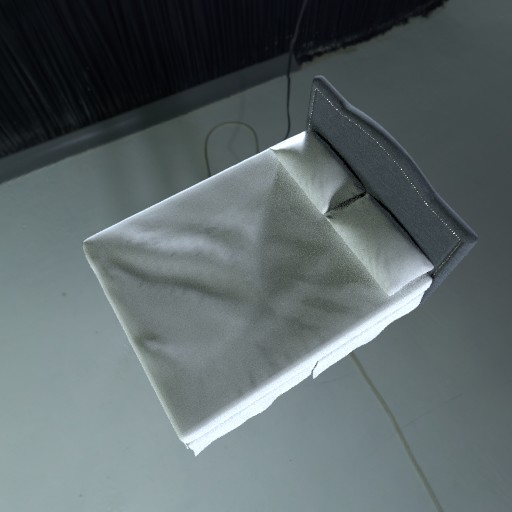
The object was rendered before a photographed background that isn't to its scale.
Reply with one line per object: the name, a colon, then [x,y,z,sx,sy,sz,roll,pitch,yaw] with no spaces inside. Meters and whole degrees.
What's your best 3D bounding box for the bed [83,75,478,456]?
bed: [0.000,0.000,3.947,2.689,1.457,2.161,-29,67,-14]
